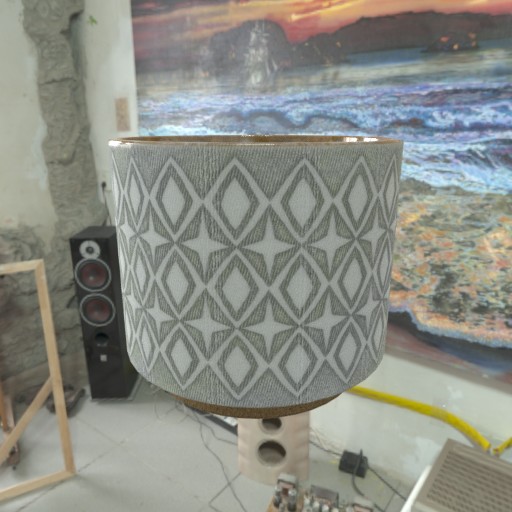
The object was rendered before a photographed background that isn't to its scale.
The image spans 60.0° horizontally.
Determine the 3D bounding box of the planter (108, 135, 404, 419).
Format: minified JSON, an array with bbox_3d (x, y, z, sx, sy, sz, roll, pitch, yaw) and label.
[{"bbox_3d":[0.000,0.000,0.432,0.255,0.223,0.255,0,16,0],"label":"planter"}]
